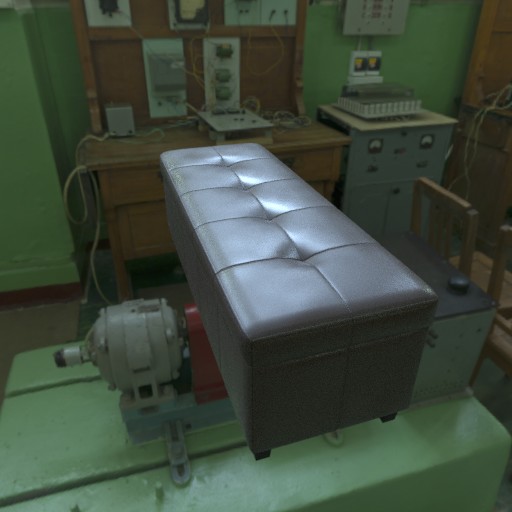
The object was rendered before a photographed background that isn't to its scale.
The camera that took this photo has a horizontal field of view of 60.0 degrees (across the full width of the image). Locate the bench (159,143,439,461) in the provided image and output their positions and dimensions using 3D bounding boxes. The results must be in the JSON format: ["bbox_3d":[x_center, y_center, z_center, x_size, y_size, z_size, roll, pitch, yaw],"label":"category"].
[{"bbox_3d":[0.000,0.000,1.463,0.450,0.417,1.219,-9,32,-16],"label":"bench"}]
